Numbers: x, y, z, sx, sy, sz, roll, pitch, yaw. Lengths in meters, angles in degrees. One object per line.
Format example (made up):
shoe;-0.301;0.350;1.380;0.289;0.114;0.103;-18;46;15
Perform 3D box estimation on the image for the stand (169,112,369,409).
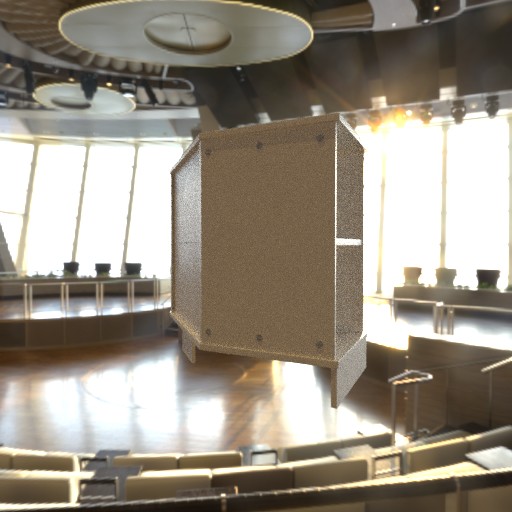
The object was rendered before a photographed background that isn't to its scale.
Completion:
stand;0.000;0.000;1.422;0.477;0.614;1.072;0;1;-18
